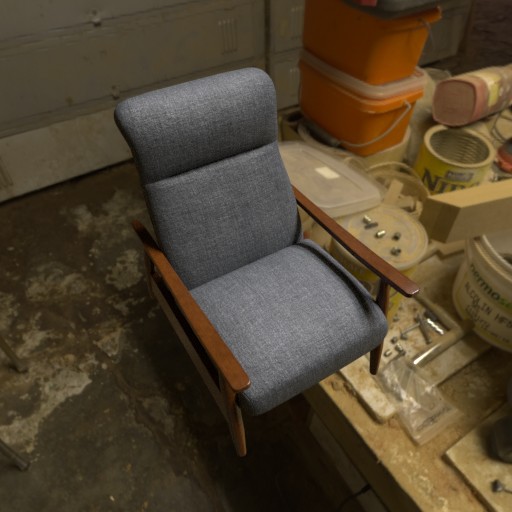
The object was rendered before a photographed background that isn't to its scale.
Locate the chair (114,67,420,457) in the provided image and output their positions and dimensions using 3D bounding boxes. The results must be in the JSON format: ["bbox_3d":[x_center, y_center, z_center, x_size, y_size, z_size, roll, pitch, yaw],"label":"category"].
[{"bbox_3d":[0.000,0.000,1.806,0.762,1.082,1.030,-24,51,-21],"label":"chair"}]
